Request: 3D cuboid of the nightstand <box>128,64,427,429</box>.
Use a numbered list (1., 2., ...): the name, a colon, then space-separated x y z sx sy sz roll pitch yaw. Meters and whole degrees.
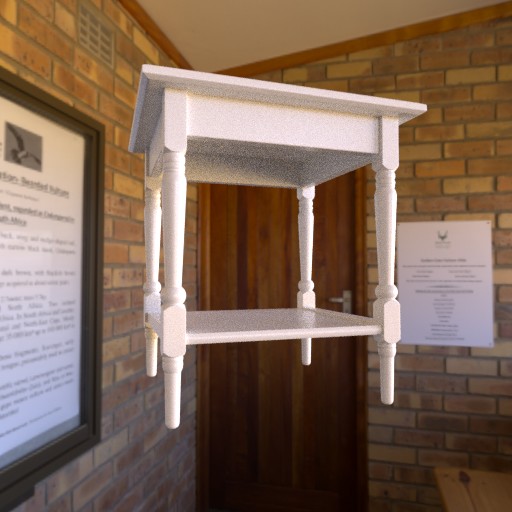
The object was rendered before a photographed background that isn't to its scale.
1. nightstand: 0.000 0.000 0.938 0.505 0.555 0.459 1 -2 -18
